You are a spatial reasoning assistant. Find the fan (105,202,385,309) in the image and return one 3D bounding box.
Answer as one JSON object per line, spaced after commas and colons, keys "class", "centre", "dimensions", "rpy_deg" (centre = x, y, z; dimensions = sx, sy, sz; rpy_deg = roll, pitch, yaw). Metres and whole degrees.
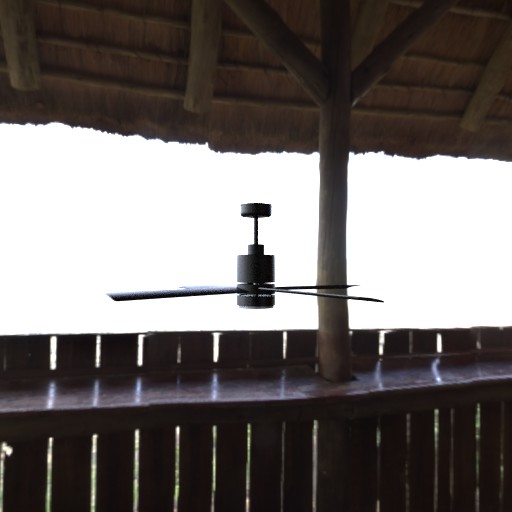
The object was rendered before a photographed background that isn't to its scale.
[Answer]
{"class": "fan", "centre": [0.000, 0.000, 2.303], "dimensions": [1.525, 0.534, 1.525], "rpy_deg": [1, -1, -36]}
